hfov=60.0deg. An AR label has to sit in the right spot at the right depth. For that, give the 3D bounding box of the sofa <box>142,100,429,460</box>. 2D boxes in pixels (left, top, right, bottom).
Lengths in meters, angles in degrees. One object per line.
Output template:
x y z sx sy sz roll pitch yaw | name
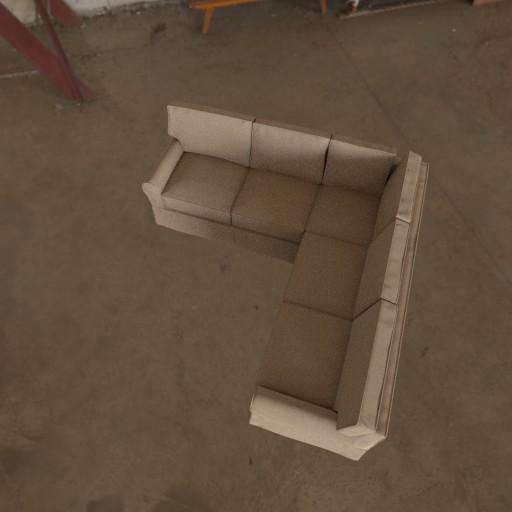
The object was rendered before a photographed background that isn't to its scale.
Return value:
0.000 0.000 4.169 2.730 1.124 2.733 15 59 9 | sofa
